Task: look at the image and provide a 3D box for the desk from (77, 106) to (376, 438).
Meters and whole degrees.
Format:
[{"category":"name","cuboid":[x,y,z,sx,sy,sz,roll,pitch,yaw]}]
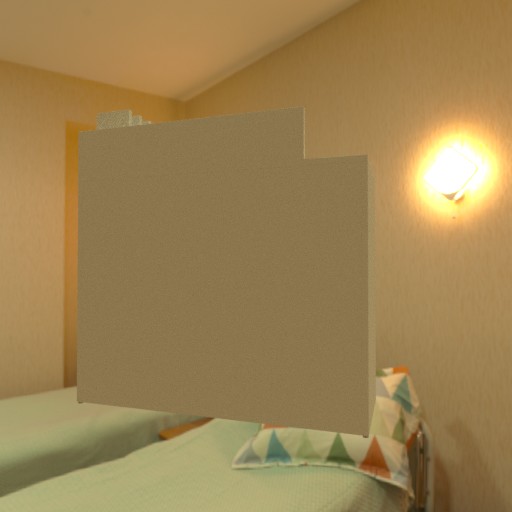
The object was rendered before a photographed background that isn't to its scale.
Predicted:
[{"category":"desk","cuboid":[0.000,0.000,1.774,0.940,0.986,0.940,0,-1,18]}]
